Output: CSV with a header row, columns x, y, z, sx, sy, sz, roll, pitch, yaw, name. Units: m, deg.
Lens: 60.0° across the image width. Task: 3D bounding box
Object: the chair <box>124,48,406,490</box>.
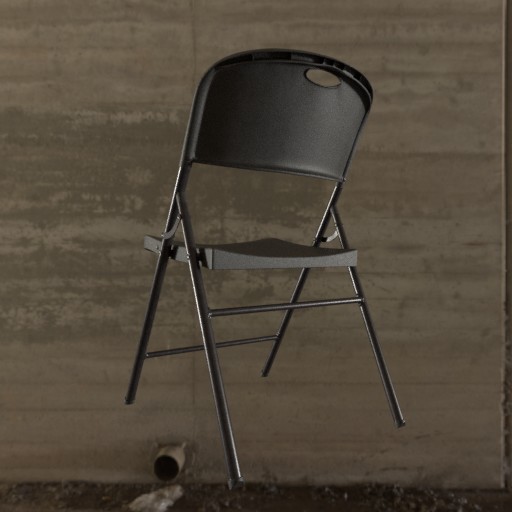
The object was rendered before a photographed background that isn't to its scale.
x,y,z,sx,sy,sz,roll,pitch,yaw,name
0.000,0.000,1.123,0.494,0.810,0.566,0,0,-36,chair
